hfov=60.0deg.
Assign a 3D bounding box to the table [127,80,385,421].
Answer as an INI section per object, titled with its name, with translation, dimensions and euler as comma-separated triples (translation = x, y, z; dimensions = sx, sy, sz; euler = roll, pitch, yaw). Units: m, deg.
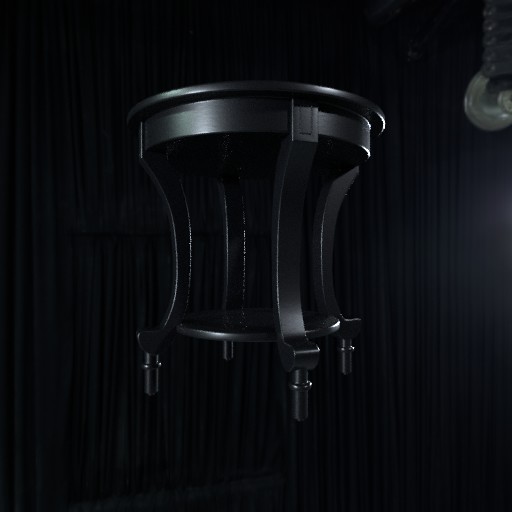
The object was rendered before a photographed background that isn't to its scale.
[table]
translation = 0.000, 0.000, 1.071
dimensions = 0.597, 0.618, 0.597
euler = 0, 0, 0
